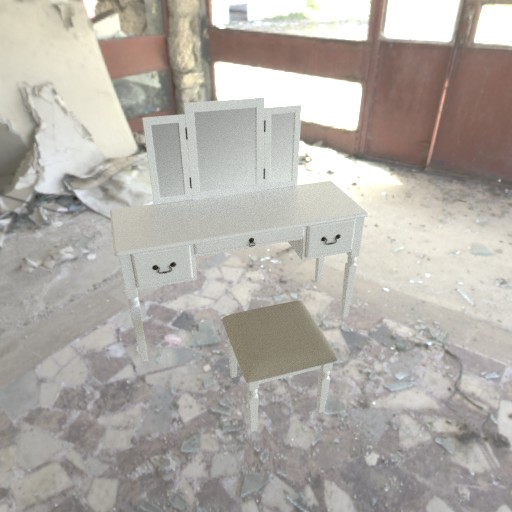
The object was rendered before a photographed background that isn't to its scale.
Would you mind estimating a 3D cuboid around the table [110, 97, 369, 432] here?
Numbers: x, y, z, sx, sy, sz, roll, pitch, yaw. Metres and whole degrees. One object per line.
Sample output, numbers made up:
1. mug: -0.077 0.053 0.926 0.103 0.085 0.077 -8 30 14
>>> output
1. table: 0.000 0.000 2.276 1.369 1.310 1.115 -10 34 -15
